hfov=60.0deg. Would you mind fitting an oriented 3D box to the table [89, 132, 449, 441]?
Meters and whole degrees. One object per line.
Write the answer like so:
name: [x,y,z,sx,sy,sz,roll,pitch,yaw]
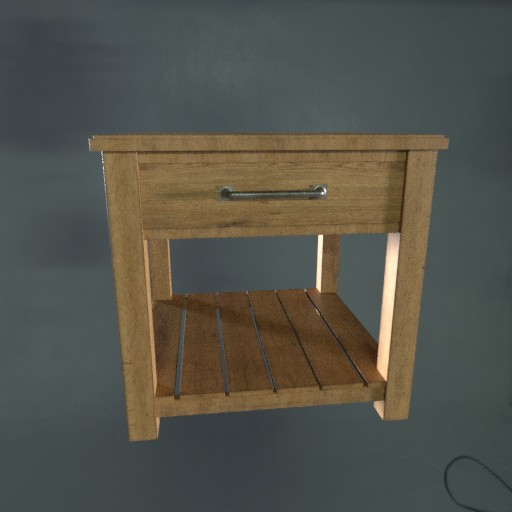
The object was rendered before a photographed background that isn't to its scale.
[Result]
table: [0.000,0.000,1.114,0.616,0.593,0.612,-2,16,-7]
